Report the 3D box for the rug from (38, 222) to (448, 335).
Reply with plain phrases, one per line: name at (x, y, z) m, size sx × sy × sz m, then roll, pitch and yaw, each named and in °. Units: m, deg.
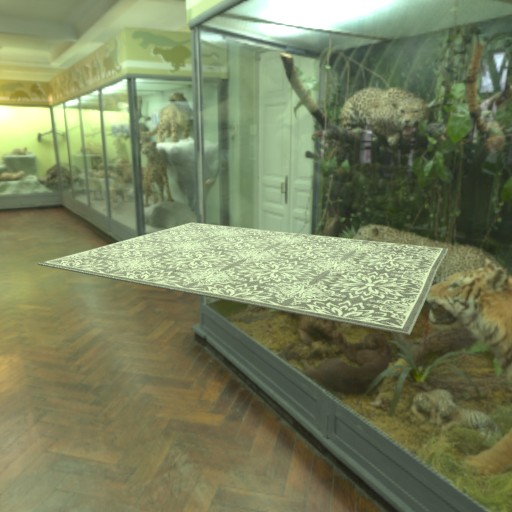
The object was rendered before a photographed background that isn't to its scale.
rug at (0.000, 0.000, 2.929) m, size 2.213 × 0.014 × 1.608 m, roll 8°, pitch 16°, yaw 27°
